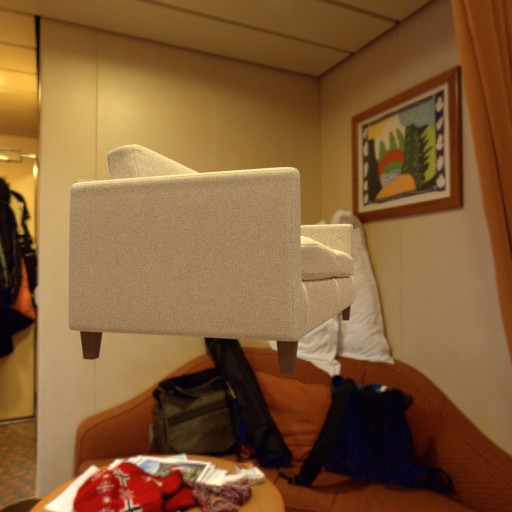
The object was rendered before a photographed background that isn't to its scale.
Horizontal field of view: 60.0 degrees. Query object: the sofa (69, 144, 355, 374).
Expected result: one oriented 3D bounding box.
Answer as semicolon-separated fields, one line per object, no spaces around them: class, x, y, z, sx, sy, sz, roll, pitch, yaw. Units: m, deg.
sofa;0.000;0.000;2.539;0.965;0.889;1.981;-1;-2;18
